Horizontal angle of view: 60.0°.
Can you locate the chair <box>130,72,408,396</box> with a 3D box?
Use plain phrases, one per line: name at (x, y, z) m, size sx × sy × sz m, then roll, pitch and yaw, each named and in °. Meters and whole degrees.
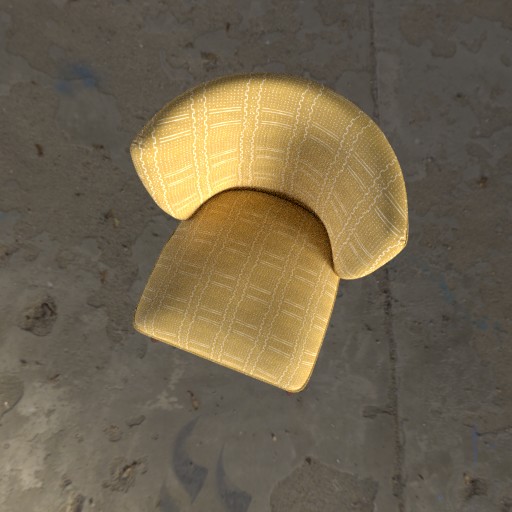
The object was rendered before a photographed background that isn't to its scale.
chair at (0.000, 0.000, 1.430) m, size 0.706 × 0.866 × 0.758 m, roll 20°, pitch 76°, yaw 5°
